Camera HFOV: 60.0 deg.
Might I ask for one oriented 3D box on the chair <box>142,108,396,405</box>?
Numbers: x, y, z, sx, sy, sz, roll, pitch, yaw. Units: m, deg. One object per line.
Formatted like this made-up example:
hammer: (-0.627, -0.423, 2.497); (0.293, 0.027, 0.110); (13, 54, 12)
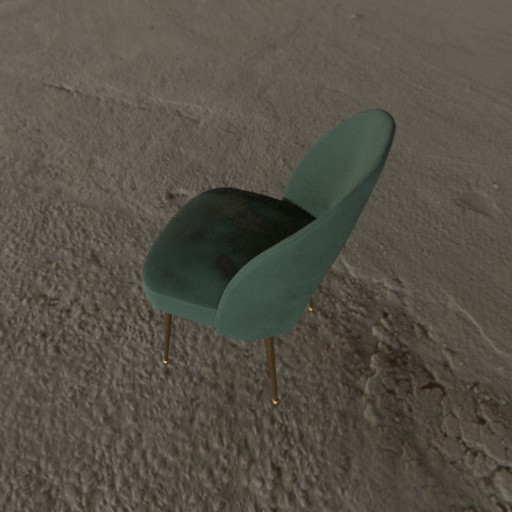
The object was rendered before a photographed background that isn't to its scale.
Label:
chair: (0.000, 0.000, 1.255); (0.577, 0.860, 0.527); (16, 48, 15)
